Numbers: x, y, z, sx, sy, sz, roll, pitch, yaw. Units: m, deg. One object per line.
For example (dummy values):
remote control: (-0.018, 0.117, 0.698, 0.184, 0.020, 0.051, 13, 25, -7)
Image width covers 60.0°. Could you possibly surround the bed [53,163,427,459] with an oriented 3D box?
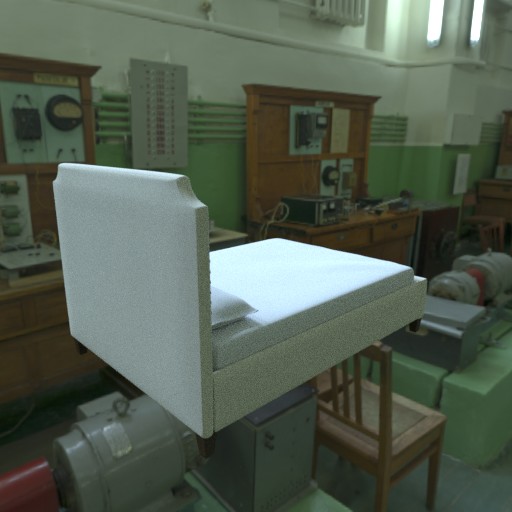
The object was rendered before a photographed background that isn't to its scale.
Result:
bed: (0.000, 0.000, 3.421, 2.372, 1.443, 1.712, -14, 20, -42)
